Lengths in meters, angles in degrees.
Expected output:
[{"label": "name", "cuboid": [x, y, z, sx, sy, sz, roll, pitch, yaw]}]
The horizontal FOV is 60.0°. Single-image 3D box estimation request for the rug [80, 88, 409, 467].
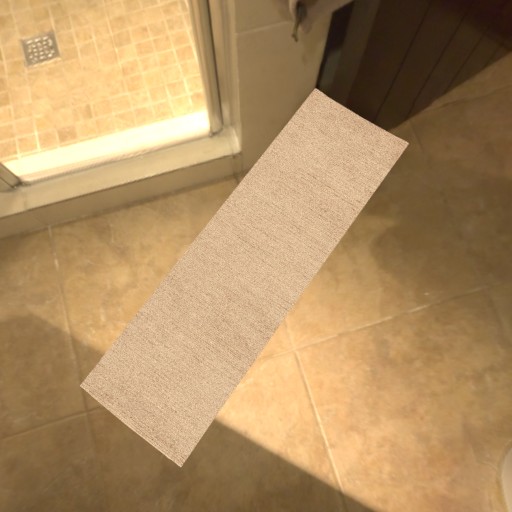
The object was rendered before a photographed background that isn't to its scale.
[{"label": "rug", "cuboid": [0.000, 0.000, 2.631, 0.712, 0.013, 2.346, 35, 78, 9]}]
